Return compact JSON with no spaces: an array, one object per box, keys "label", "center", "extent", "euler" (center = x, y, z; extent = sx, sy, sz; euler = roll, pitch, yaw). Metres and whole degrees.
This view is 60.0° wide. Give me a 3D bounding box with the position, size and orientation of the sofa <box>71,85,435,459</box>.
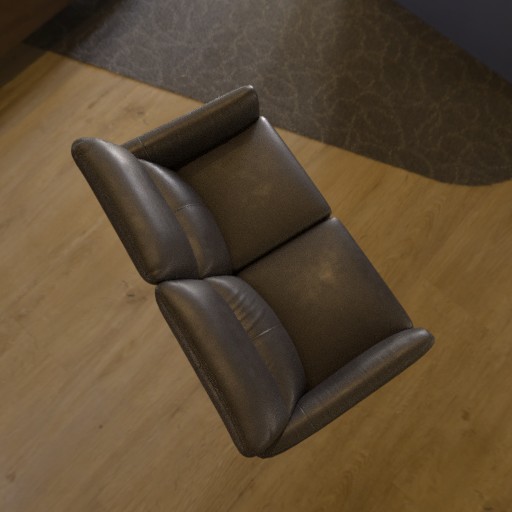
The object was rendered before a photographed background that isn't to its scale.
[{"label":"sofa","center":[0.000,0.000,2.116],"extent":[0.958,0.920,1.596],"euler":[-31,76,-8]}]
